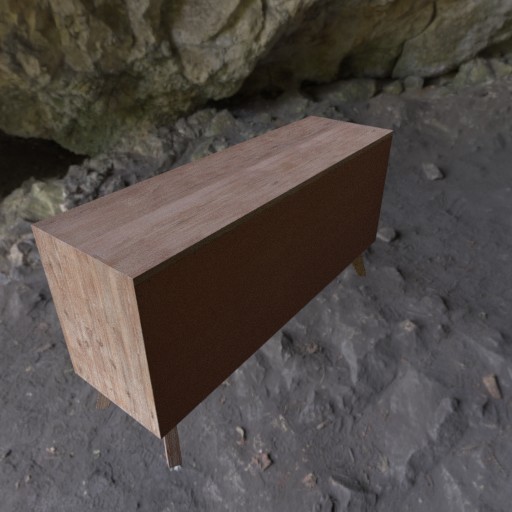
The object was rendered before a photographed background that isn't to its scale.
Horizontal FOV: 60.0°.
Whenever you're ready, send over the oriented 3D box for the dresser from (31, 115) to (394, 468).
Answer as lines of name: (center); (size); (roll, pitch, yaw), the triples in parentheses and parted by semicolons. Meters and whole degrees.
dresser: (0.000, 0.000, 1.902); (0.455, 0.805, 1.554); (22, 38, 31)
